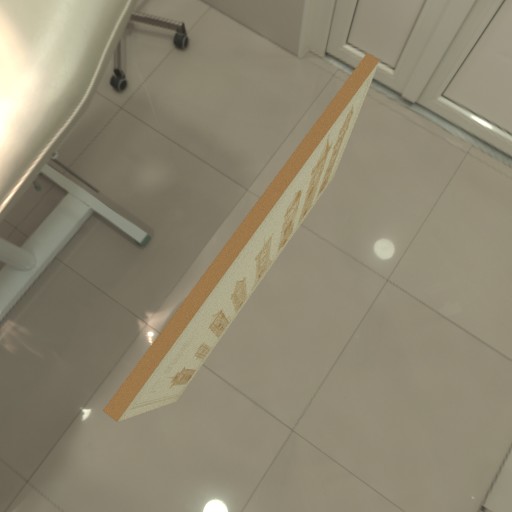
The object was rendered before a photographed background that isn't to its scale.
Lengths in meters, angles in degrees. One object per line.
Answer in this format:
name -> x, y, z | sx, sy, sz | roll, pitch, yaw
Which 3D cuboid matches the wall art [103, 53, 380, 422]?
wall art -> 0.000, 0.000, 1.179 | 0.033, 0.608, 0.915 | 34, 78, 8
